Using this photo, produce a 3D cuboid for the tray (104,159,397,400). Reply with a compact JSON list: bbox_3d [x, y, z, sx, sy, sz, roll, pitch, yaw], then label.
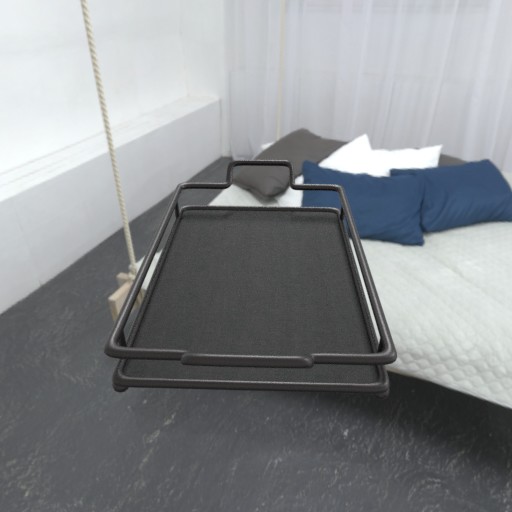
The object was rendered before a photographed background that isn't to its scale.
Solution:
[{"bbox_3d":[0.000,0.000,0.620,0.297,0.101,0.495,1,33,2],"label":"tray"}]
